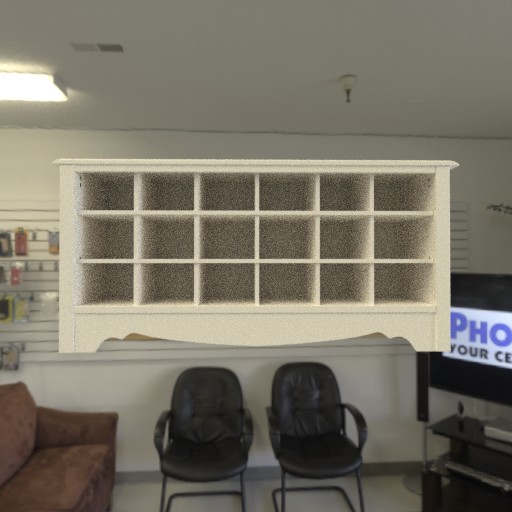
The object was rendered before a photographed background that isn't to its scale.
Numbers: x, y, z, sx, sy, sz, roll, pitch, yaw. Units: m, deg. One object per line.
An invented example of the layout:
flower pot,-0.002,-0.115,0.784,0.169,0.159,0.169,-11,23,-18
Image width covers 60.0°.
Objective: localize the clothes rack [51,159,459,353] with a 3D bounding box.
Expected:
clothes rack,0.000,0.000,1.375,1.120,0.531,0.324,0,-1,-1
